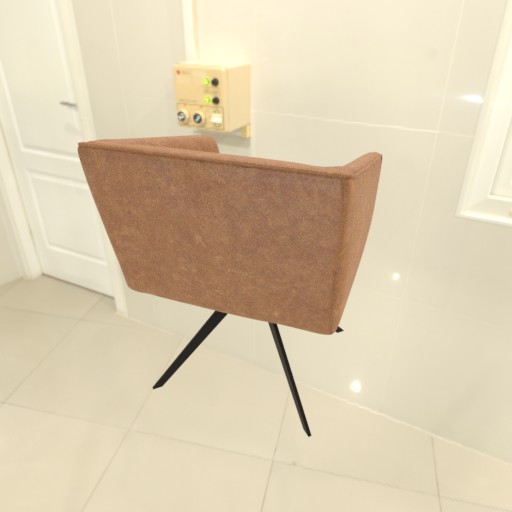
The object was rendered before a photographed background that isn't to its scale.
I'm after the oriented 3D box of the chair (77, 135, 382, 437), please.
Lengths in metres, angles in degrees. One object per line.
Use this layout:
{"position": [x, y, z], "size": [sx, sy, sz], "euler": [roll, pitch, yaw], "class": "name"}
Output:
{"position": [0.000, 0.000, 1.264], "size": [0.588, 0.760, 0.625], "euler": [11, 32, 18], "class": "chair"}
